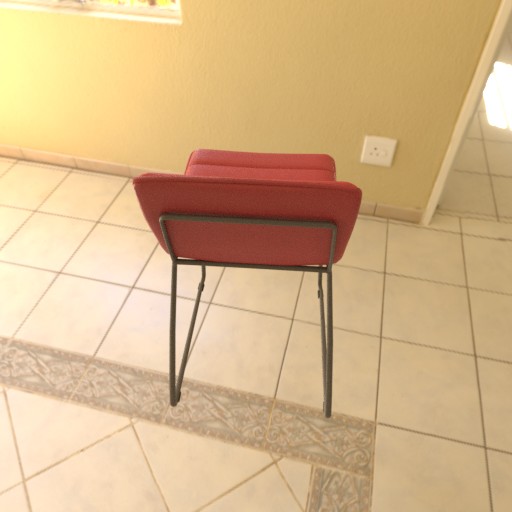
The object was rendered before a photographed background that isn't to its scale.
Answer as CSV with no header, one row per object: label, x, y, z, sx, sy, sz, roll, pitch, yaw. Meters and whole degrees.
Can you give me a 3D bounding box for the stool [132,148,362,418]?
stool,0.000,0.000,1.198,0.489,0.866,0.524,3,47,3
